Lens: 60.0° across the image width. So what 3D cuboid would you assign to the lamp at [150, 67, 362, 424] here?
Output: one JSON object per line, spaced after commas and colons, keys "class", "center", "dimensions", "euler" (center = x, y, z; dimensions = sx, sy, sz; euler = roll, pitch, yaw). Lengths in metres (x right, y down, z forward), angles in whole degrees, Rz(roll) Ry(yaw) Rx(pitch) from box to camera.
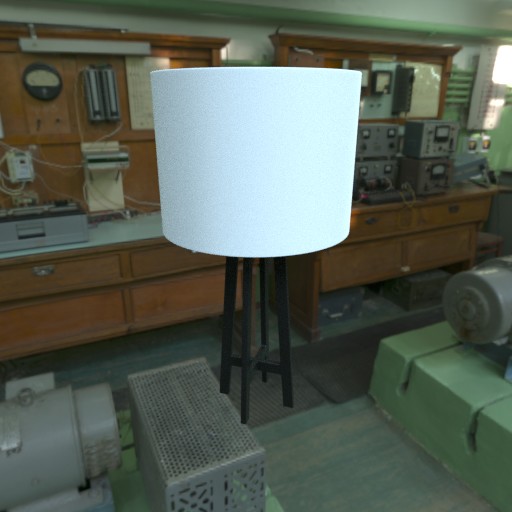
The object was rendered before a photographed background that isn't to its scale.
{"class": "lamp", "center": [0.000, 0.000, 0.633], "dimensions": [0.257, 0.489, 0.257], "euler": [-10, 22, -25]}
